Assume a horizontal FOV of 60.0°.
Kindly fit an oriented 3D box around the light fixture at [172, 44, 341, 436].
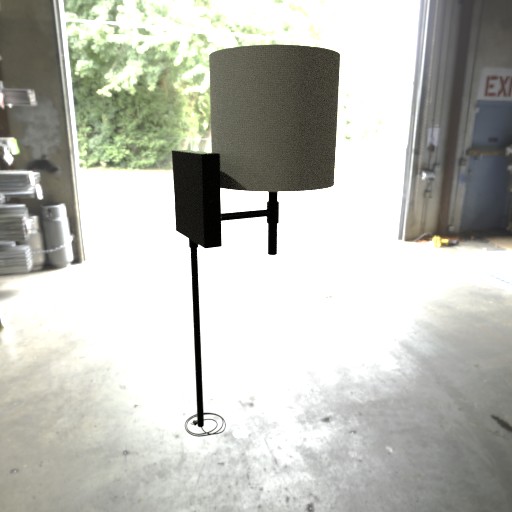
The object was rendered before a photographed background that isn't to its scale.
[{"bbox_3d":[0.000,0.000,0.706,0.248,0.589,0.188,-8,18,-27],"label":"light fixture"}]
